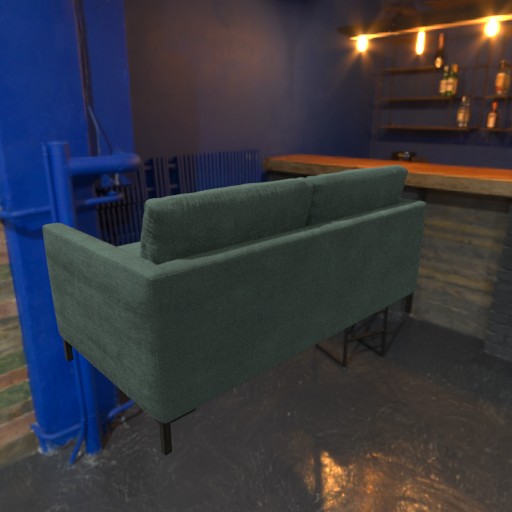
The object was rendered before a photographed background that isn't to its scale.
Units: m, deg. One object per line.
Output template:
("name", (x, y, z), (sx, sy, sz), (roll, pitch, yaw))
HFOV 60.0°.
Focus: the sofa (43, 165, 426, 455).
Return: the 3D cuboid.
("sofa", (0.000, 0.000, 2.131), (1.676, 0.817, 0.875), (-16, 23, -41))
